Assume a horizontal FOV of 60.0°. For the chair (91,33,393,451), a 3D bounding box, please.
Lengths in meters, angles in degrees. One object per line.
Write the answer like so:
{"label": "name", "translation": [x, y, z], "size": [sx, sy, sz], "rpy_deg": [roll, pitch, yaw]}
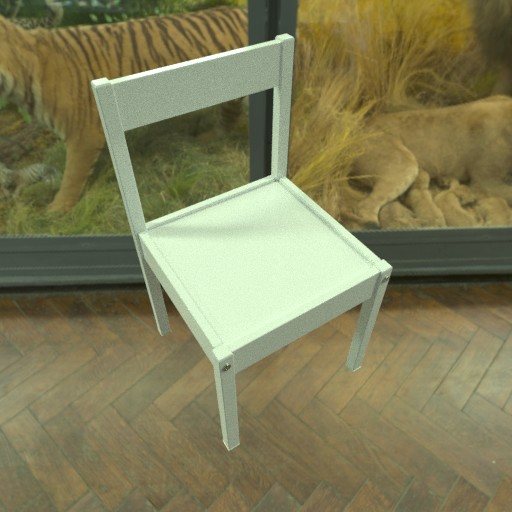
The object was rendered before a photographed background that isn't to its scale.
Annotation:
{"label": "chair", "translation": [0.000, 0.000, 0.673], "size": [0.285, 0.505, 0.285], "rpy_deg": [-25, 51, -22]}
